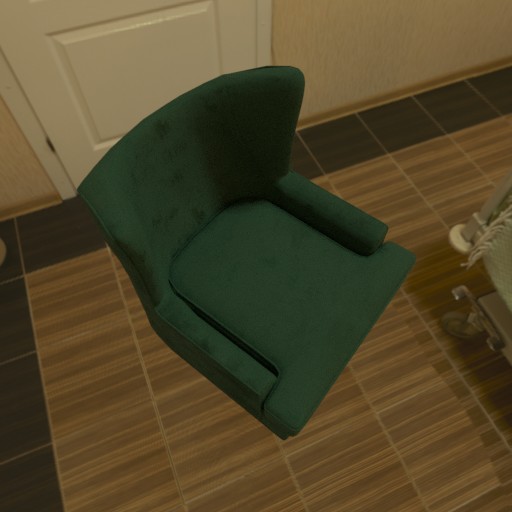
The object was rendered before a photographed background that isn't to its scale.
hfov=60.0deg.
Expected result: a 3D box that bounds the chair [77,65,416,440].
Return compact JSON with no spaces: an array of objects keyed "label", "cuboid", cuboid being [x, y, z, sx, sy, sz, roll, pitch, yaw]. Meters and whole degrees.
[{"label":"chair","cuboid":[0.000,0.000,1.562,0.910,0.952,0.793,34,64,19]}]
